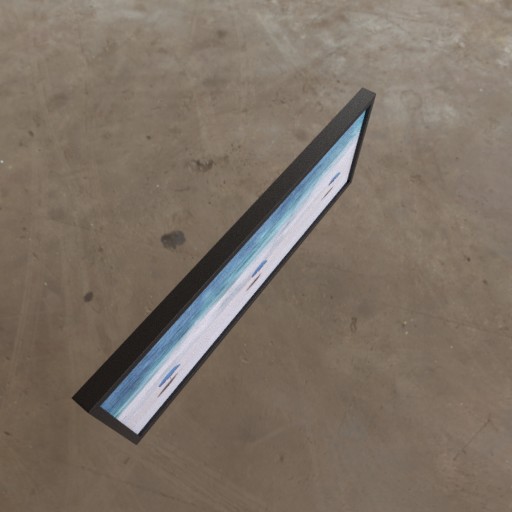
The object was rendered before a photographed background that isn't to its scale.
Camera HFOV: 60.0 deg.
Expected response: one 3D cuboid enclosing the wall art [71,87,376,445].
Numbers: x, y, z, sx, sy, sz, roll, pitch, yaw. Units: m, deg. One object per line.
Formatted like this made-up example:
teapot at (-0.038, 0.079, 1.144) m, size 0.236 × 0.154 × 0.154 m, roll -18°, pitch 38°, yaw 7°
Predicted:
wall art at (0.000, 0.000, 0.952) m, size 0.037 × 0.303 × 0.860 m, roll 32°, pitch 64°, yaw 18°
